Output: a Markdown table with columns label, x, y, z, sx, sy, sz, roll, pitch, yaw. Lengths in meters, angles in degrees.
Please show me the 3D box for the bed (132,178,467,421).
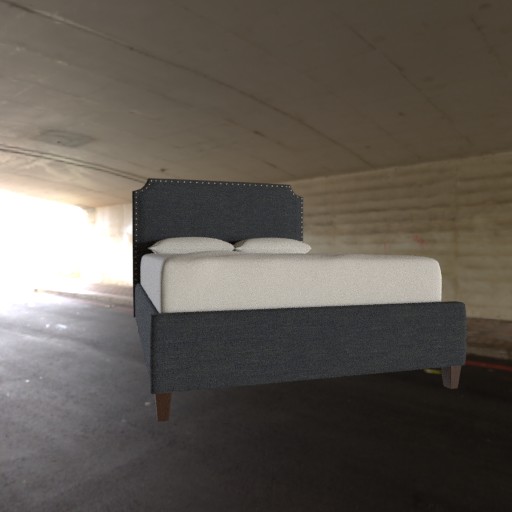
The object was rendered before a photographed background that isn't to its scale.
| label | x | y | z | sx | sy | sz | roll | pitch | yaw |
| --- | --- | --- | --- | --- | --- | --- | --- | --- | --- |
| bed | 0.000 | 0.000 | 3.296 | 1.713 | 1.443 | 2.372 | 0 | 1 | -17 |
